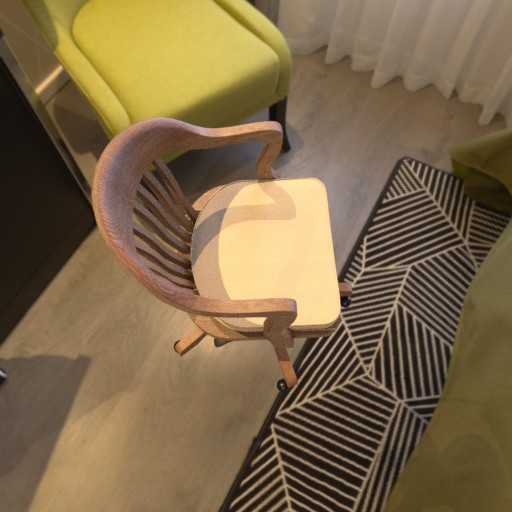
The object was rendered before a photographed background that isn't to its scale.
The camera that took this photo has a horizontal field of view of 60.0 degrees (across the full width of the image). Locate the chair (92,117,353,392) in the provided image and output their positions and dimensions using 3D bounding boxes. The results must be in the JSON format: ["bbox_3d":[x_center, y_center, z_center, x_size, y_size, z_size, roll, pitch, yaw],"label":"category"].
[{"bbox_3d":[0.000,0.000,1.466,0.788,0.878,0.750,-2,64,-1],"label":"chair"}]
